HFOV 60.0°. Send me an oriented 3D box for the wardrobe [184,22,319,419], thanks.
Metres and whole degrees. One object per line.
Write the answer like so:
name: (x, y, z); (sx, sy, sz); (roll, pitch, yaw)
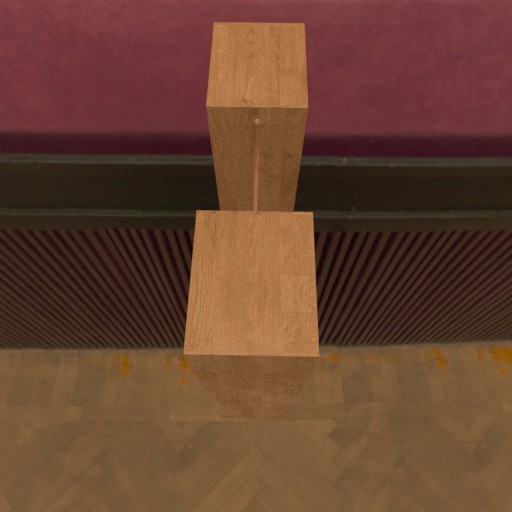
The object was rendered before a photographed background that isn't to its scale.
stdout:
wardrobe: (0.000, 0.000, 2.854); (0.480, 2.000, 1.770); (1, 64, 0)
